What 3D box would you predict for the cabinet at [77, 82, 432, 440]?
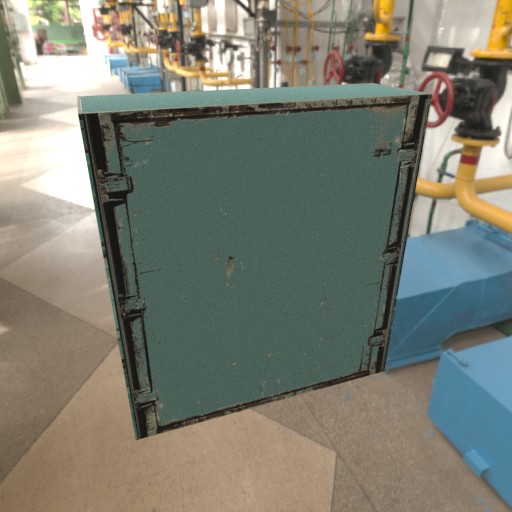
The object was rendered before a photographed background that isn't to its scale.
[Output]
[{"bbox_3d":[0.000,0.000,3.131,2.000,2.160,0.680,-10,29,-18],"label":"cabinet"}]
